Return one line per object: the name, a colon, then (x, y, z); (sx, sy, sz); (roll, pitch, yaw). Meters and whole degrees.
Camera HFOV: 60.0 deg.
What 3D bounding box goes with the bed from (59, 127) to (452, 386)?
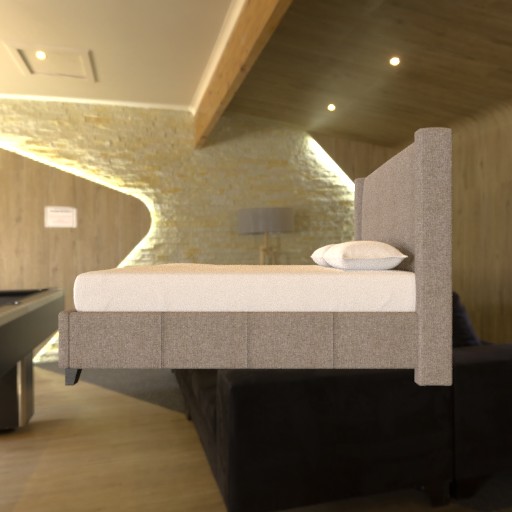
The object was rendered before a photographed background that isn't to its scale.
bed: (0.000, 0.000, 3.366); (2.245, 1.476, 1.714); (0, 0, 0)
